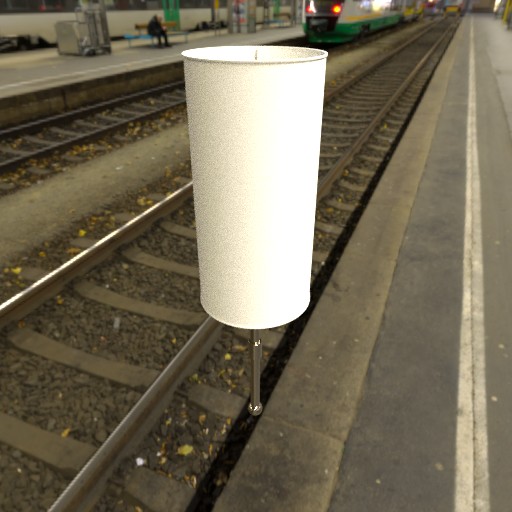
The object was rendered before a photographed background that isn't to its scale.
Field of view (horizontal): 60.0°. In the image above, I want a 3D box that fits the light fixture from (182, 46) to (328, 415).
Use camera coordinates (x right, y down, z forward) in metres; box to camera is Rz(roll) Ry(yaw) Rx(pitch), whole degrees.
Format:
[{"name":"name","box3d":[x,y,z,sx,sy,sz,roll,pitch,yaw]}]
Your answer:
[{"name":"light fixture","box3d":[0.000,0.000,0.542,0.128,0.462,0.208,1,30,1]}]
